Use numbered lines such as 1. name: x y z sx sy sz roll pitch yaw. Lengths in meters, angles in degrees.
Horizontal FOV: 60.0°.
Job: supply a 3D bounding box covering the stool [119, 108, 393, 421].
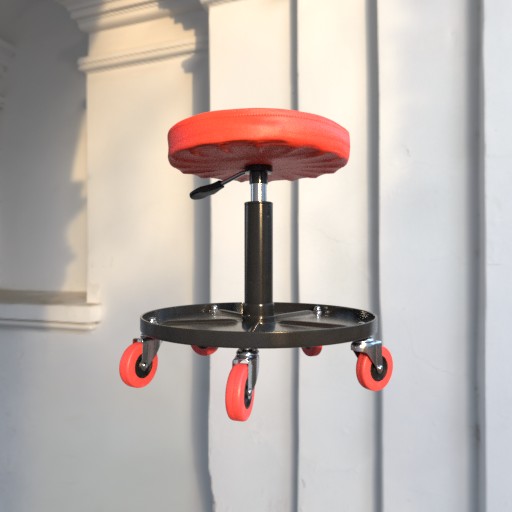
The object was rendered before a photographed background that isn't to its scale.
1. stool: 0.000 0.000 0.679 0.382 0.365 0.381 0 0 37
